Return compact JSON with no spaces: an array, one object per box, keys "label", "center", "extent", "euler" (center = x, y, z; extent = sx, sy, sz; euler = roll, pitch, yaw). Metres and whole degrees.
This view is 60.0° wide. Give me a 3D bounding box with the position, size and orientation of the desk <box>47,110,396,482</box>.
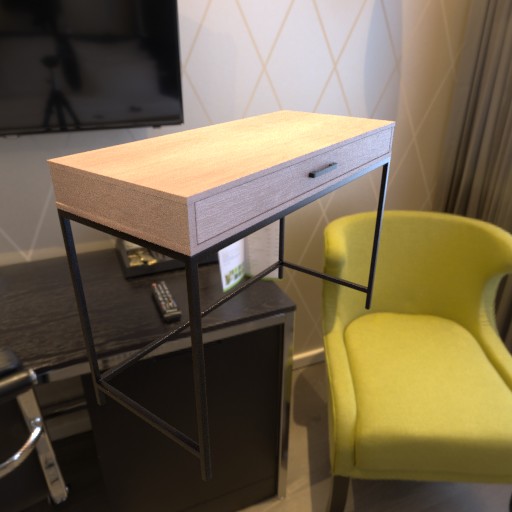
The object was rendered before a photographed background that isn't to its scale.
[{"label":"desk","center":[0.000,0.000,1.447],"extent":[0.470,0.762,1.016],"euler":[18,31,32]}]
